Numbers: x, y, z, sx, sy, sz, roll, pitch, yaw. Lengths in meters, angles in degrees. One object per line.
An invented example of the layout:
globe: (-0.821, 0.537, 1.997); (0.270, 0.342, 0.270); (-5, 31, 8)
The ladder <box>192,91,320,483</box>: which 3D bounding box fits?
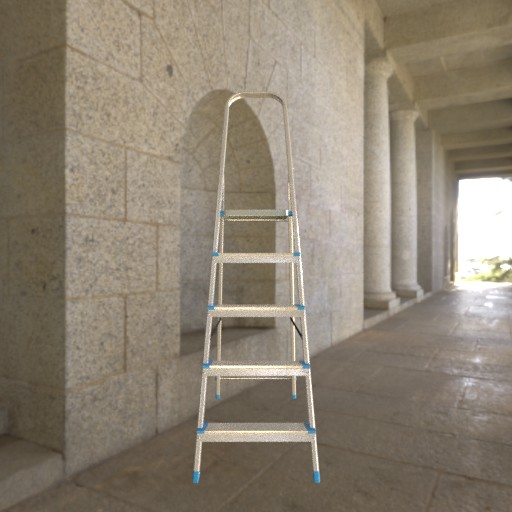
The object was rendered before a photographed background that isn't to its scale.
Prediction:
ladder: (0.000, 0.000, 2.104); (0.468, 1.648, 0.990); (0, 0, 0)
